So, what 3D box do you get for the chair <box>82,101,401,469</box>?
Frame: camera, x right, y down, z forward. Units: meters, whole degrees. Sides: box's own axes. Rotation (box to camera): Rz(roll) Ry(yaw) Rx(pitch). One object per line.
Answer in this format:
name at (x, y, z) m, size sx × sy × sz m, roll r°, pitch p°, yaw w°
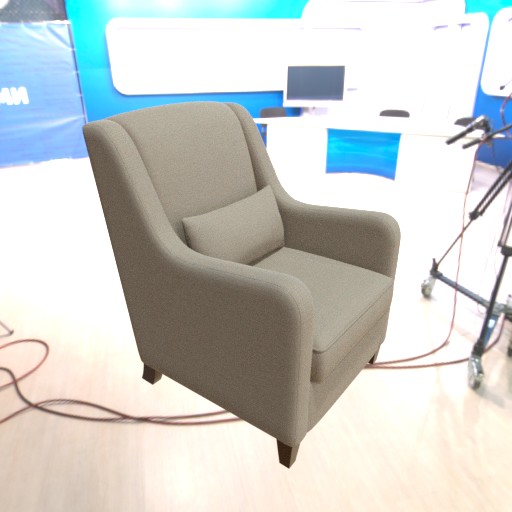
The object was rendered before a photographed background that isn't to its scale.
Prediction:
chair at (0.000, 0.000, 1.639) m, size 0.896 × 1.017 × 0.715 m, roll 18°, pitch 31°, yaw 33°
